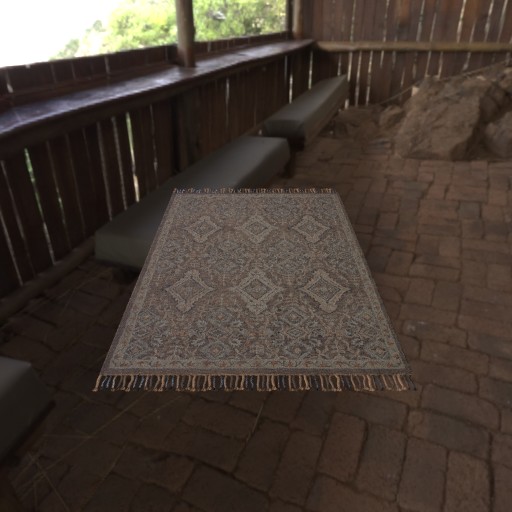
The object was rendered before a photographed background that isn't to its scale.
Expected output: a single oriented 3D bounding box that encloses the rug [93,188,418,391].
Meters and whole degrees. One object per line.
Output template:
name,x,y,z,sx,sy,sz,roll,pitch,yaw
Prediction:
rug,0.000,0.000,3.100,1.516,0.010,2.434,0,31,0
